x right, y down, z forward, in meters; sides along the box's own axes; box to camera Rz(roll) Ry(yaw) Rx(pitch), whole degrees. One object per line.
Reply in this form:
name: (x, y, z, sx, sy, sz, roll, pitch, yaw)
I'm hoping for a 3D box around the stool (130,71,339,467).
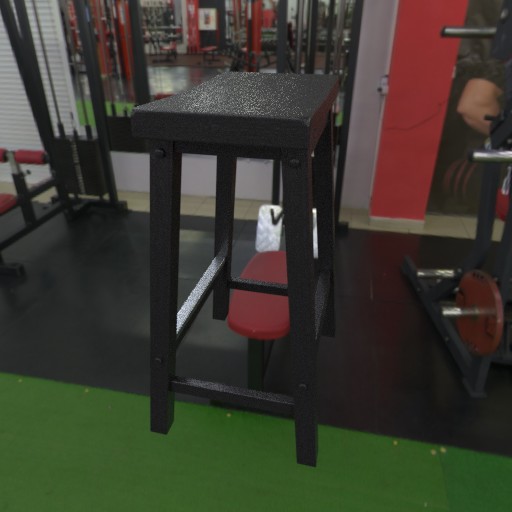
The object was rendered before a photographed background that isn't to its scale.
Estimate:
stool: (0.000, 0.000, 0.852, 0.322, 0.610, 0.406, 7, 30, 12)
